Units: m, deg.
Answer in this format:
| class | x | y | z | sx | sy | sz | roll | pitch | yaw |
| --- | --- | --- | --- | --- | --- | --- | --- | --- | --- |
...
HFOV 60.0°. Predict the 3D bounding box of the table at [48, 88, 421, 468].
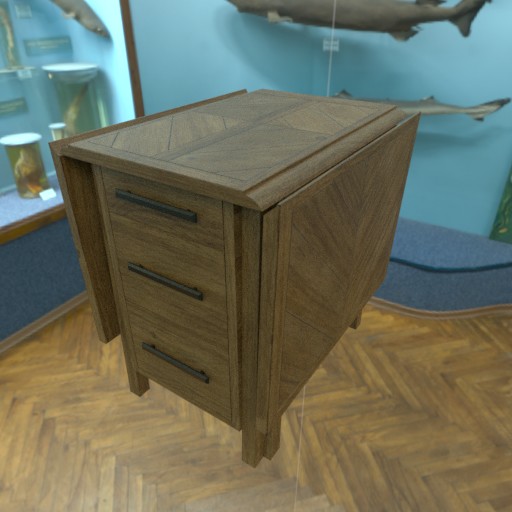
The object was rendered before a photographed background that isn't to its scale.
| class | x | y | z | sx | sy | sz | roll | pitch | yaw |
| --- | --- | --- | --- | --- | --- | --- | --- | --- | --- |
| table | 0.000 | 0.000 | 1.281 | 0.591 | 0.763 | 0.746 | 19 | 36 | 29 |
